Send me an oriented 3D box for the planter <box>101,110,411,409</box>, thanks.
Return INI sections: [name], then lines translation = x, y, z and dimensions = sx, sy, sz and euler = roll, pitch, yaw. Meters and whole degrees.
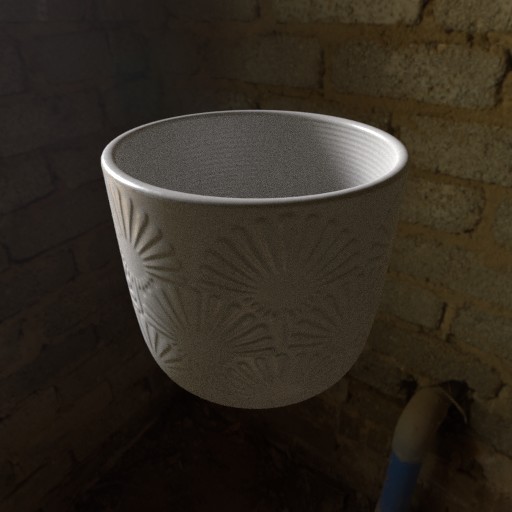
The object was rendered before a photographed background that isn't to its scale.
[planter]
translation = 0.000, 0.000, 0.212
dimensions = 0.124, 0.109, 0.124
euler = 0, 31, 0
